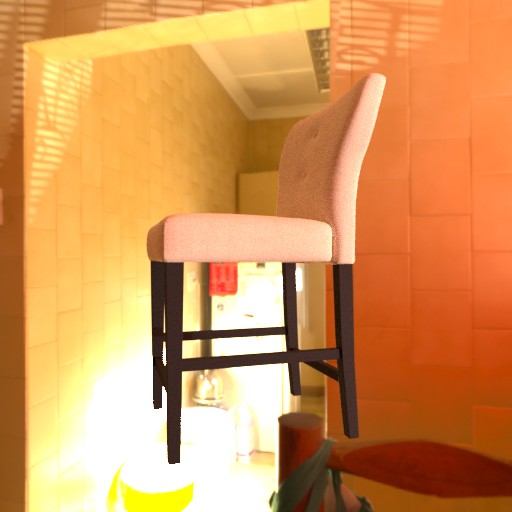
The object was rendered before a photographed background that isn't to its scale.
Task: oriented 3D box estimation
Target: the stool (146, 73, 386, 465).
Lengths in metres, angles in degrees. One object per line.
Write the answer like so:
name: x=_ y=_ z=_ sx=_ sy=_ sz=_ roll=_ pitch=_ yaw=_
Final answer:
stool: x=0.000 y=0.000 z=1.305 sx=0.603 sy=0.972 sz=0.514 roll=0 pitch=0 yaw=-18
